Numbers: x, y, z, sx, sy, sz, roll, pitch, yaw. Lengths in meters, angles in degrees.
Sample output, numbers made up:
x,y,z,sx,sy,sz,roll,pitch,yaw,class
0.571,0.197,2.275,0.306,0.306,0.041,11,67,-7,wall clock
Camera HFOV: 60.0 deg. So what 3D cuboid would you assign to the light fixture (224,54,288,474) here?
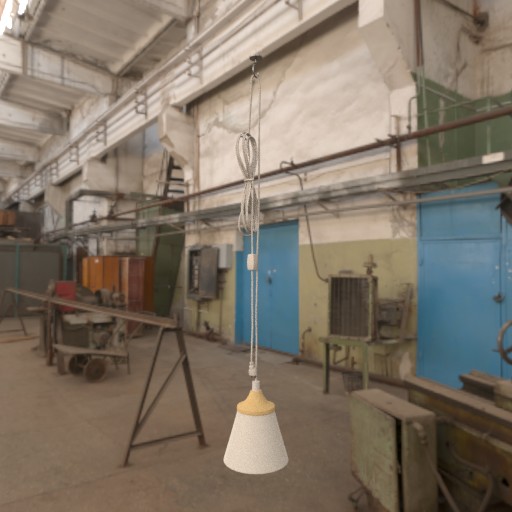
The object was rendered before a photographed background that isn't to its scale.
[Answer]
x,y,z,sx,sy,sz,roll,pitch,yaw,class
0.000,0.000,1.065,0.153,0.966,0.153,1,-2,-35,light fixture
